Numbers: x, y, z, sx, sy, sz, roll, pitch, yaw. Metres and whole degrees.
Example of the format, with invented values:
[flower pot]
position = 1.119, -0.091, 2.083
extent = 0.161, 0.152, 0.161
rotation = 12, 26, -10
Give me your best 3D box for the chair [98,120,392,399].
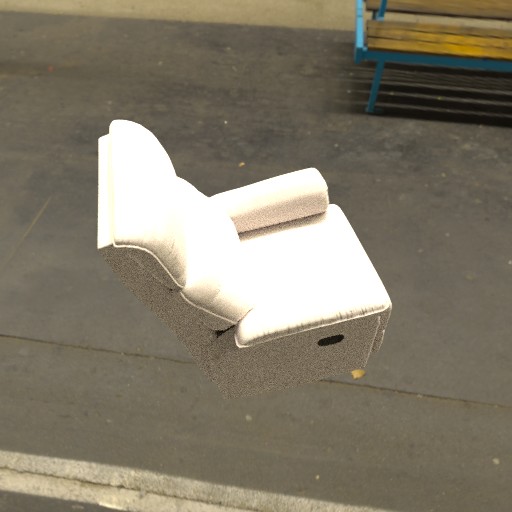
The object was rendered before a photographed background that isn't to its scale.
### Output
[chair]
position = 0.000, 0.000, 1.767
extent = 1.001, 1.039, 0.820
rotation = -10, 48, -9
